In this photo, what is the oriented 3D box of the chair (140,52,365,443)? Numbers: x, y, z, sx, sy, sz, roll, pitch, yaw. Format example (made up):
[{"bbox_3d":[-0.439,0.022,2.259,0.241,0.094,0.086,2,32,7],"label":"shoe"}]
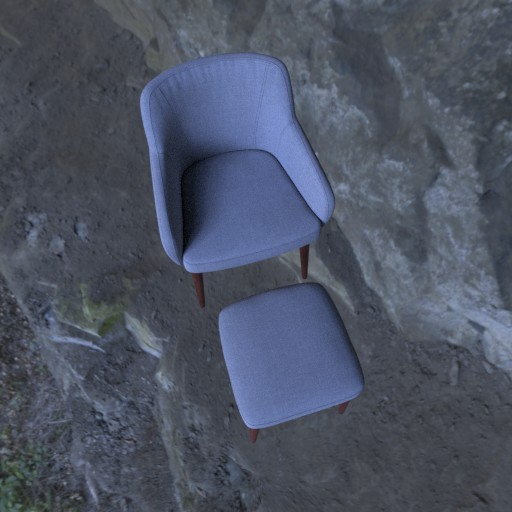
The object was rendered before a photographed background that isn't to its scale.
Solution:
[{"bbox_3d":[0.000,0.000,1.546,0.584,0.799,1.107,-15,65,-7],"label":"chair"}]
